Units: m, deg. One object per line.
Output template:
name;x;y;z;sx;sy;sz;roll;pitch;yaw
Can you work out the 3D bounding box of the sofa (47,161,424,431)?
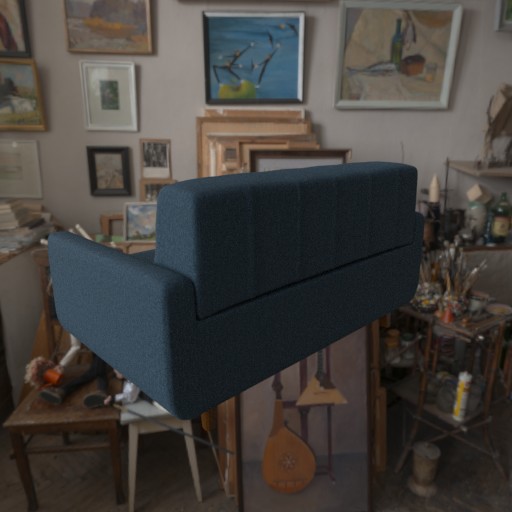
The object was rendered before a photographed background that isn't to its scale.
sofa;0.000;0.000;2.191;1.651;0.896;0.942;-15;22;-42
